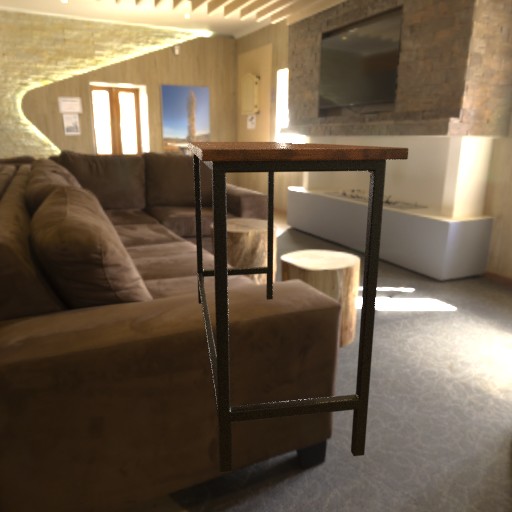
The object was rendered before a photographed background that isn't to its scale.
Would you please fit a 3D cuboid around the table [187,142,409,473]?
[{"bbox_3d":[0.000,0.000,1.509,0.408,0.740,1.204,-3,15,-9],"label":"table"}]
